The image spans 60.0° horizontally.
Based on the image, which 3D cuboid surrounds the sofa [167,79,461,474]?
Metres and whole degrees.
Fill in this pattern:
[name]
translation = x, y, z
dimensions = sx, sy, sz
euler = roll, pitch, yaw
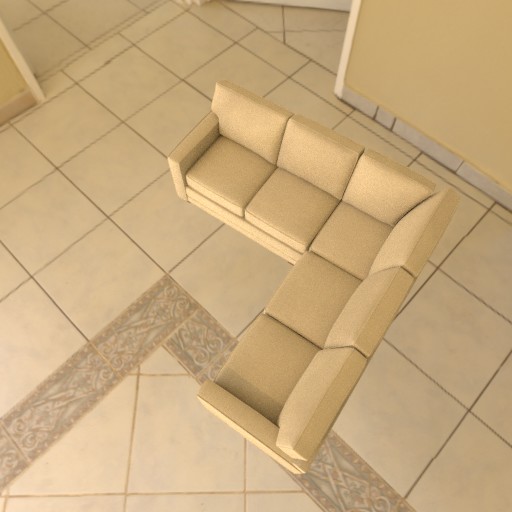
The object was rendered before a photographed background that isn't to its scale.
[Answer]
[sofa]
translation = 0.000, 0.000, 3.416
dimensions = 2.182, 0.939, 2.189
euler = 32, 68, 14
